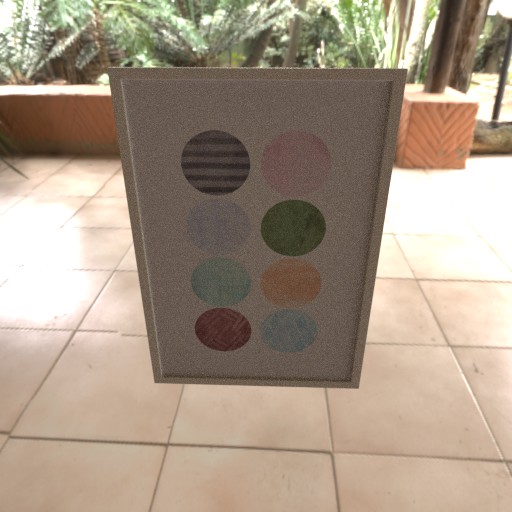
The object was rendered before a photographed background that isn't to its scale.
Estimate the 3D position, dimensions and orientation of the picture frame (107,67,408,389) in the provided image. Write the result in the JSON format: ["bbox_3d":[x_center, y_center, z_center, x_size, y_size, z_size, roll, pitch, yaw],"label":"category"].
[{"bbox_3d":[0.000,0.000,0.837,0.457,0.657,0.013,1,29,2],"label":"picture frame"}]
